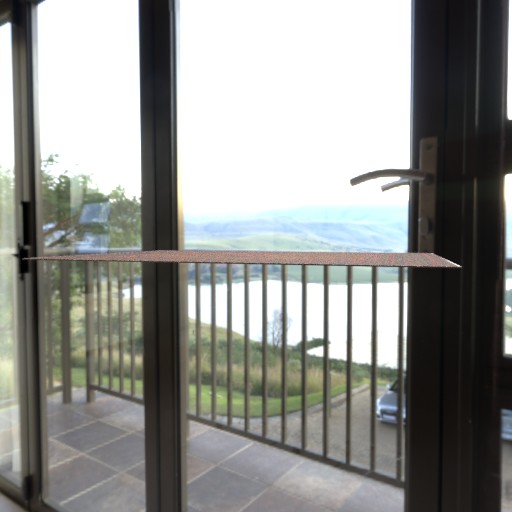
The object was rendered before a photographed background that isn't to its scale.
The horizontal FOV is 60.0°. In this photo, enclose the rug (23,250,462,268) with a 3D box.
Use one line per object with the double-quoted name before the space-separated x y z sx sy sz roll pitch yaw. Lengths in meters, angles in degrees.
"rug" 0.000 0.000 3.694 2.890 0.013 2.005 1 3 18
